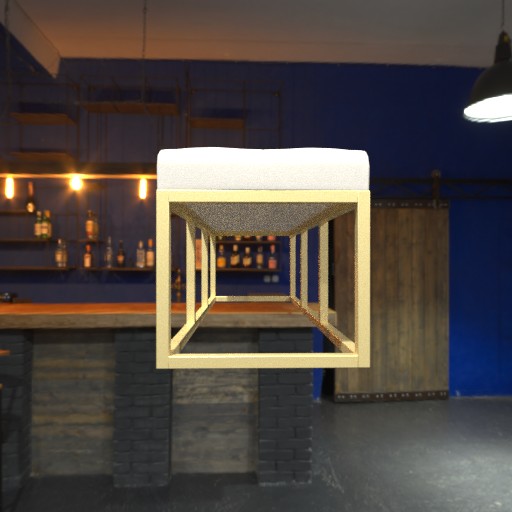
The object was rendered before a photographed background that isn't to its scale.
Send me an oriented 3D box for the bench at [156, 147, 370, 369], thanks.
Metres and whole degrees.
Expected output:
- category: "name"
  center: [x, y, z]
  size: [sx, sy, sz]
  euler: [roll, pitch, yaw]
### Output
- category: "bench"
  center: [0.000, 0.000, 1.680]
  size: [0.457, 0.484, 1.473]
  euler: [0, 0, -1]
